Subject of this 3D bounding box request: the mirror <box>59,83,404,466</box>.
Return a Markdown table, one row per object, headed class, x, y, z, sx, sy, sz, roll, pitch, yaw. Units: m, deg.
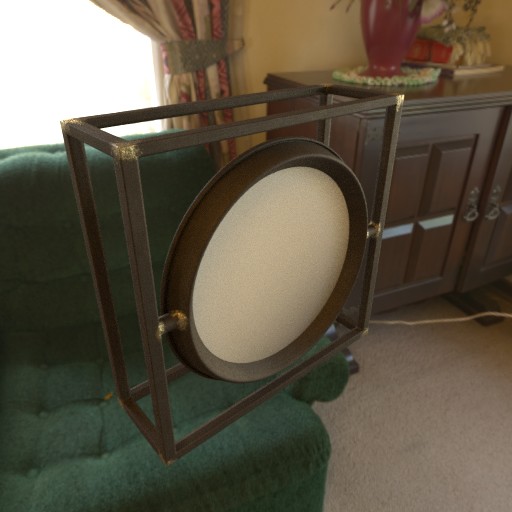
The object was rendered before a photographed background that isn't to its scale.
| class | x | y | z | sx | sy | sz | roll | pitch | yaw |
| --- | --- | --- | --- | --- | --- | --- | --- | --- | --- |
| mirror | 0.000 | 0.000 | 0.464 | 0.306 | 0.303 | 0.107 | -22 | 36 | -35 |
